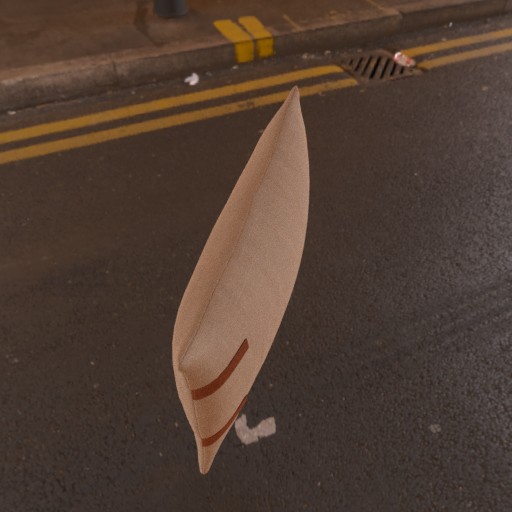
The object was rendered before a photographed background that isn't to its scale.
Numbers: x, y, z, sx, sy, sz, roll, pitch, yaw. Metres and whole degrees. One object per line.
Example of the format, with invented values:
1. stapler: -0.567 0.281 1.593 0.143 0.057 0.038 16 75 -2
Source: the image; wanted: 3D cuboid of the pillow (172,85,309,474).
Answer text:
1. pillow: 0.000 0.000 0.740 0.148 0.308 0.612 11 48 10
